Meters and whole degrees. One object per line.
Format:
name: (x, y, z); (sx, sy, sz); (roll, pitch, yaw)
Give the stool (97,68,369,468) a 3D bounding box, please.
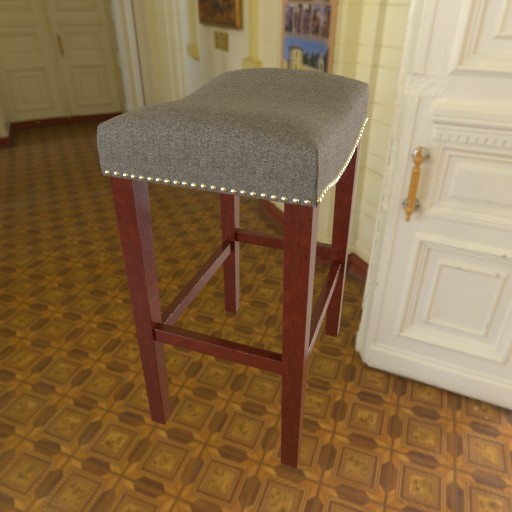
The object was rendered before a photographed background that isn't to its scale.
stool: (0.000, 0.000, 1.018); (0.372, 0.742, 0.504); (11, 33, 17)
